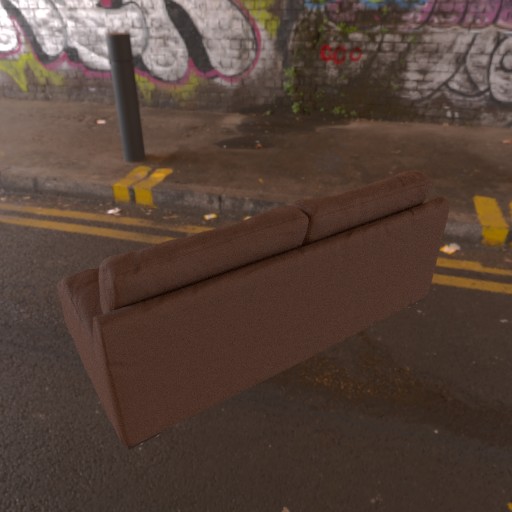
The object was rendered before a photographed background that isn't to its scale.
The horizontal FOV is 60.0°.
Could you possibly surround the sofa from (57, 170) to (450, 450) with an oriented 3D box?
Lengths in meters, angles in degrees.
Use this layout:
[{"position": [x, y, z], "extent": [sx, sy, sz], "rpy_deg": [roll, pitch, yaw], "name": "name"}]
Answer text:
[{"position": [0.000, 0.000, 2.816], "extent": [2.274, 0.950, 1.140], "rpy_deg": [-19, 35, -29], "name": "sofa"}]
